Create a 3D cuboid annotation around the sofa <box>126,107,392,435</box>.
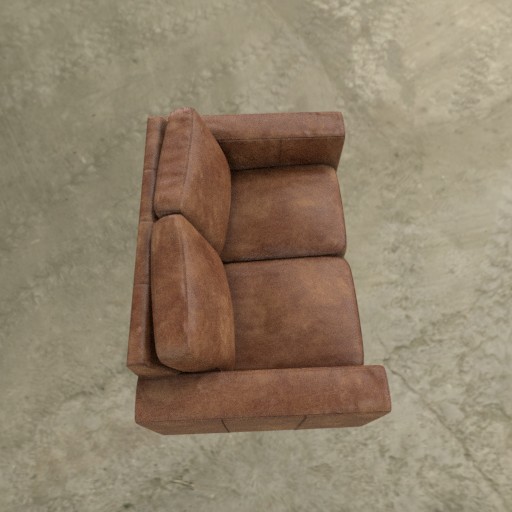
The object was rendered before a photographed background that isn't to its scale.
[{"bbox_3d":[0.000,0.000,2.272,1.041,0.889,1.626,-2,64,-1],"label":"sofa"}]
